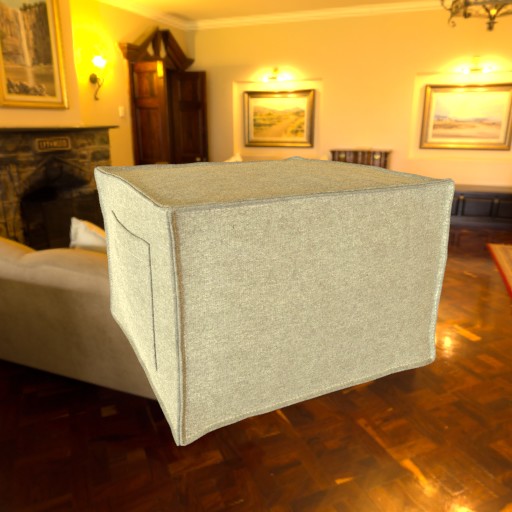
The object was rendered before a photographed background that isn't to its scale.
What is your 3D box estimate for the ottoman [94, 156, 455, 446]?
[{"bbox_3d":[0.000,0.000,1.176,0.696,0.470,0.707,-9,19,-27],"label":"ottoman"}]
